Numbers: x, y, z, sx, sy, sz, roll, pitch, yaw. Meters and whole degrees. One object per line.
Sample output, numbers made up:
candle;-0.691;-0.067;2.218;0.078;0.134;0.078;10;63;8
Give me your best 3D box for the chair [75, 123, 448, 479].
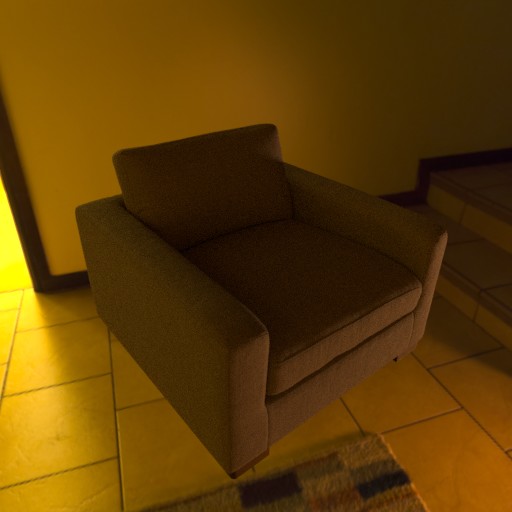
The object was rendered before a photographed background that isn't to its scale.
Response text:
chair;0.000;0.000;1.836;1.070;0.847;1.100;-22;36;-33
